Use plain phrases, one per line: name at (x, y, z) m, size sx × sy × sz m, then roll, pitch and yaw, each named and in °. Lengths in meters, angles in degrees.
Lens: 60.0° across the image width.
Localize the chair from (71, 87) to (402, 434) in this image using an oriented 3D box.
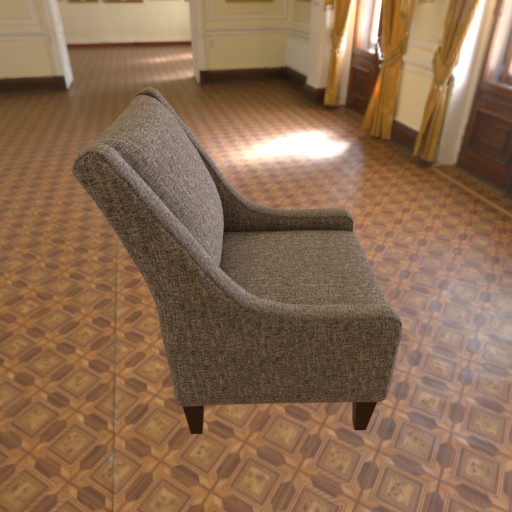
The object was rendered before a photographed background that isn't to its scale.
chair at (0.000, 0.000, 1.576) m, size 0.870 × 1.014 × 0.774 m, roll -1°, pitch 32°, yaw -1°
